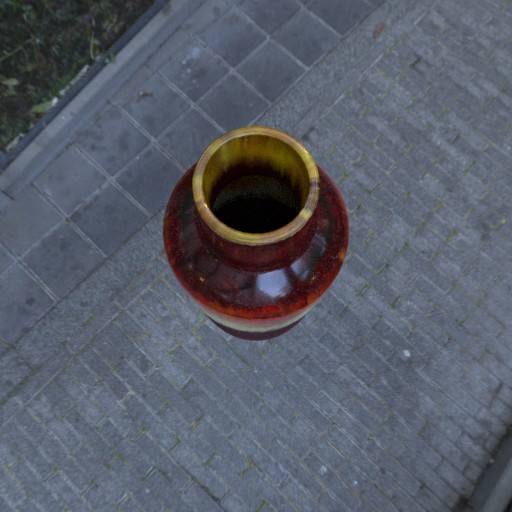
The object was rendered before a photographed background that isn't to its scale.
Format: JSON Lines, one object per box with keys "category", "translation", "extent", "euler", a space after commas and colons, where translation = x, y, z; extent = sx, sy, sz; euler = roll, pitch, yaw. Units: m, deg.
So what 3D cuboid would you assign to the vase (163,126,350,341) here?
{"category": "vase", "translation": [0.000, 0.000, 0.324], "extent": [0.111, 0.261, 0.111], "euler": [0, 75, 0]}
